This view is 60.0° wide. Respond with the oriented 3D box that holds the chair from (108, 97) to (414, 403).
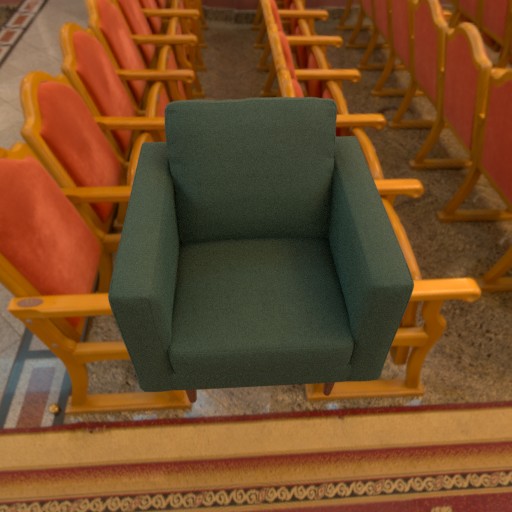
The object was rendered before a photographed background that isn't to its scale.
[{"bbox_3d":[0.000,0.000,1.615,0.855,0.927,0.800,-2,46,-2],"label":"chair"}]
